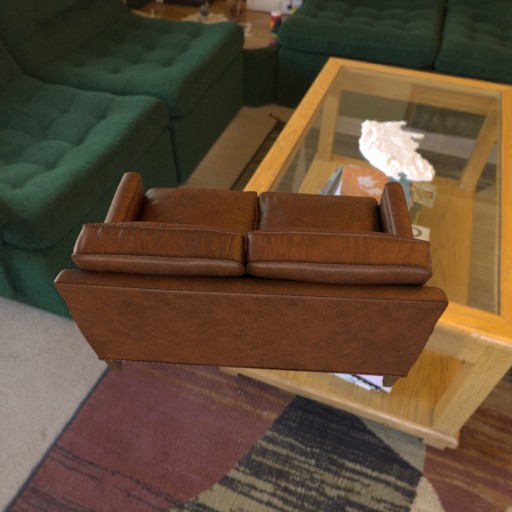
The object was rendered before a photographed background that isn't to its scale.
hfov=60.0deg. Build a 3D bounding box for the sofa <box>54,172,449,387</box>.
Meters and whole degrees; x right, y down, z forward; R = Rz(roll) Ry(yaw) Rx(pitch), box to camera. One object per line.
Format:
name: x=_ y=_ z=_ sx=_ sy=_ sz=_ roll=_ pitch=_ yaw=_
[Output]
sofa: x=0.000 y=0.000 z=2.286 sx=1.628 sy=1.003 sz=1.083 roll=3 pitch=46 yaw=3
